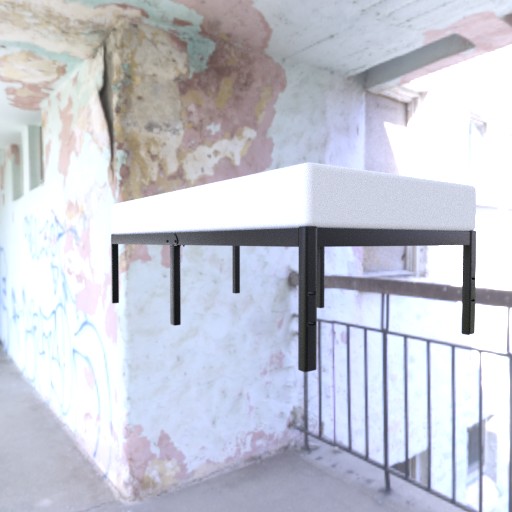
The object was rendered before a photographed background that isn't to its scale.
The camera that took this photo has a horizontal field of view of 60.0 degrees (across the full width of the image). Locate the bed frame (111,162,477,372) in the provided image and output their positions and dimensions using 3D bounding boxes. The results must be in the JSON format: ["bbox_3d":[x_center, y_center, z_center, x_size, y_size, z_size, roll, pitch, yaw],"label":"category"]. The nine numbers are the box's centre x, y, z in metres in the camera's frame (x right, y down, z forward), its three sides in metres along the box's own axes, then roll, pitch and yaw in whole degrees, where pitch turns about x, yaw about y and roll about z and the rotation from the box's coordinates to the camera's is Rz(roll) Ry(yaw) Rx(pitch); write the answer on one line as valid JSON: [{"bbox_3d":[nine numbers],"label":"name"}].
[{"bbox_3d":[0.000,0.000,2.456,1.023,0.659,1.950,-1,2,-35],"label":"bed frame"}]
